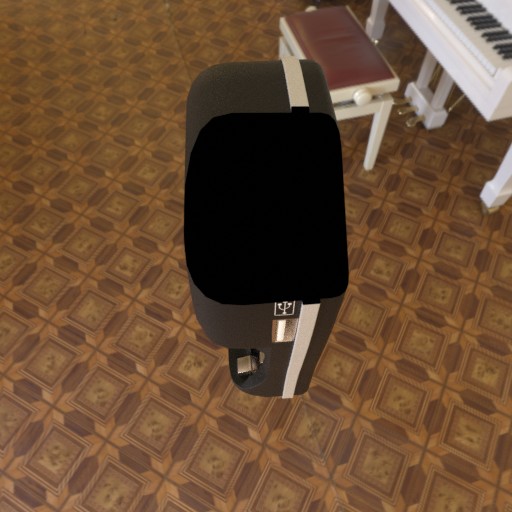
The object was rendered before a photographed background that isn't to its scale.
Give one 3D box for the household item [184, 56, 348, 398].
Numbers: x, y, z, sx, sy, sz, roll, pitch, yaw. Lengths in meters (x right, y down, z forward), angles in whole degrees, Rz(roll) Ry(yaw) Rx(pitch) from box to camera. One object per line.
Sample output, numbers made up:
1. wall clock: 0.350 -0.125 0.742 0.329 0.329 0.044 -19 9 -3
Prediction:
1. household item: 0.000 0.000 0.146 0.038 0.114 0.070 -3 58 -2
